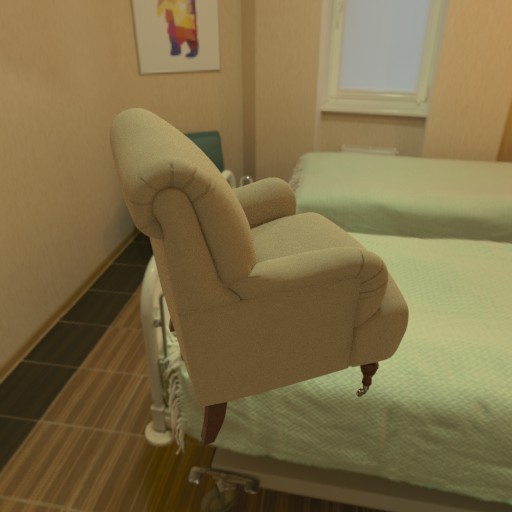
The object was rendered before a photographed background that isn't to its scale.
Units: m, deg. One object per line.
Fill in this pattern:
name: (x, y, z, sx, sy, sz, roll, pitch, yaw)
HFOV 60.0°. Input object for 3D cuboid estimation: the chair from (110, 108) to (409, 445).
chair: (0.000, 0.000, 1.550, 0.842, 0.942, 0.766, -10, 30, -17)
